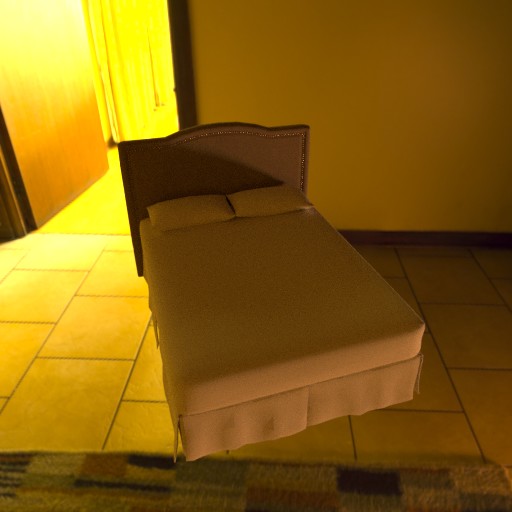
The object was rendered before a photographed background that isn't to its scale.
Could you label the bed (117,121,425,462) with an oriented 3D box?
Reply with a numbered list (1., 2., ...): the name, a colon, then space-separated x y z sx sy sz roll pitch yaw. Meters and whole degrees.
1. bed: 0.000 0.000 3.321 1.744 1.441 2.128 -10 34 -15
